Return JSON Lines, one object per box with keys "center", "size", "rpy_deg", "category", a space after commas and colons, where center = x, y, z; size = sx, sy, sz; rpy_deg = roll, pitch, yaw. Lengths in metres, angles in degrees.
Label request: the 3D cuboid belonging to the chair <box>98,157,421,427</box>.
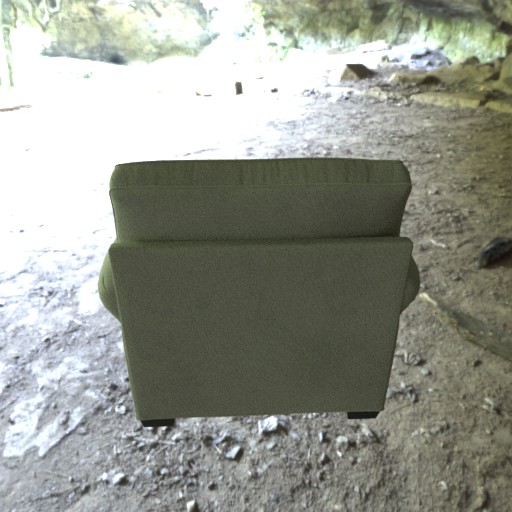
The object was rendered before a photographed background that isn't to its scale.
{"center": [0.000, 0.000, 1.916], "size": [1.147, 1.044, 0.939], "rpy_deg": [-1, 29, -2], "category": "chair"}
